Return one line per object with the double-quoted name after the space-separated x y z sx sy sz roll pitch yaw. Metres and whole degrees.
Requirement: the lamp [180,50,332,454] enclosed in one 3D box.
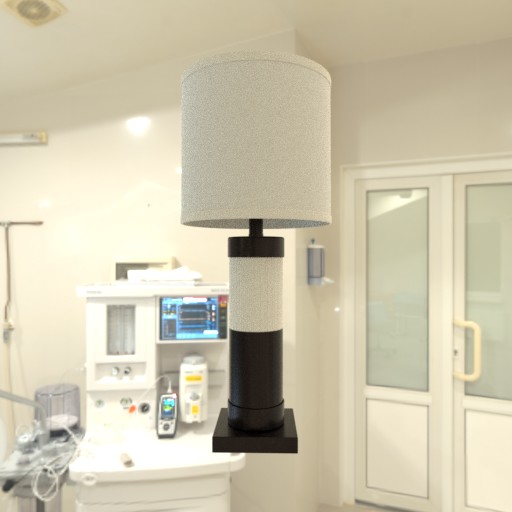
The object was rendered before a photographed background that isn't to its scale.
0.000 0.000 0.627 0.211 0.509 0.211 0 0 1 "lamp"
